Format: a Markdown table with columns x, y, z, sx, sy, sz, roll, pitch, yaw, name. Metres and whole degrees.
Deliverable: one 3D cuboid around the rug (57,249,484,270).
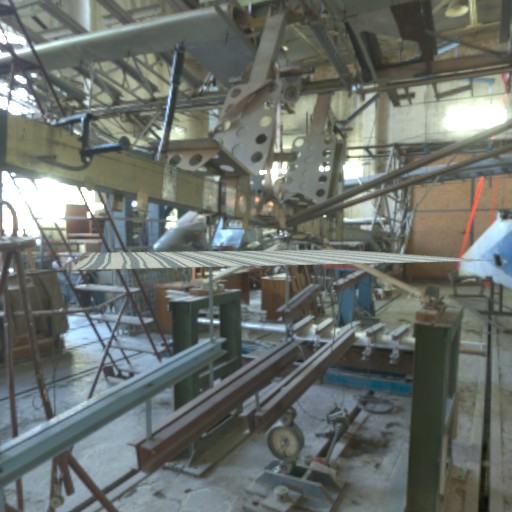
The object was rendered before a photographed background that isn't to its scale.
| x | y | z | sx | sy | sz | roll | pitch | yaw | name |
| --- | --- | --- | --- | --- | --- | --- | --- | --- | --- |
| 0.000 | 0.000 | 4.182 | 3.201 | 0.005 | 2.439 | -1 | 3 | -17 | rug |
